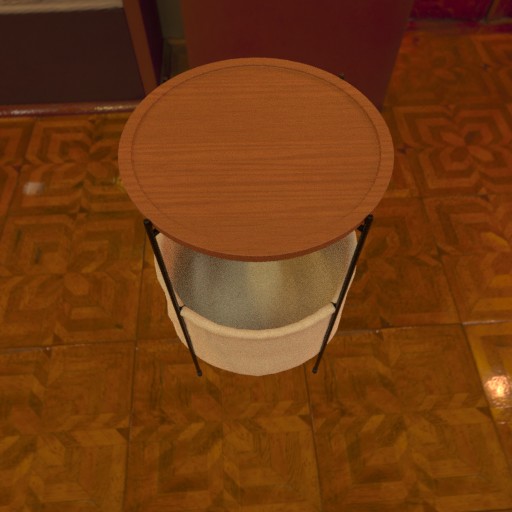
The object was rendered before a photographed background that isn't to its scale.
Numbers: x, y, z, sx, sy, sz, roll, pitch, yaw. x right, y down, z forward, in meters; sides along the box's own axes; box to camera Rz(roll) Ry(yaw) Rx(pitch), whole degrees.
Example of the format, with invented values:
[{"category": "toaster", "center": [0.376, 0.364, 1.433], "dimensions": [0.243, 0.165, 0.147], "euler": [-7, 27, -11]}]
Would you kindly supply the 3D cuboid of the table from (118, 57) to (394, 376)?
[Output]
[{"category": "table", "center": [0.000, 0.000, 0.890], "dimensions": [0.393, 0.623, 0.393], "euler": [-1, 58, -1]}]
